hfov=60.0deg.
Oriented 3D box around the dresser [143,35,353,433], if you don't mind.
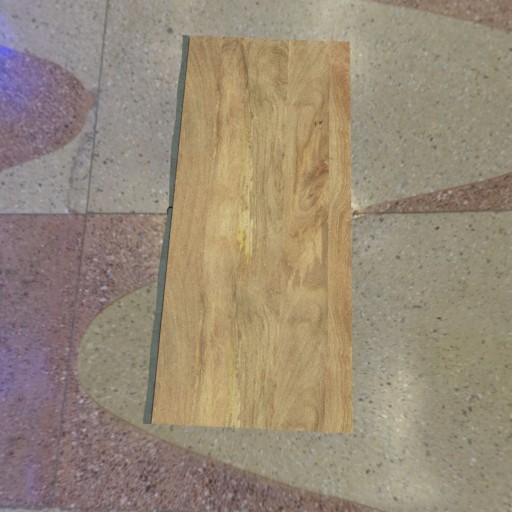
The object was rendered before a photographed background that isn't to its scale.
[{"bbox_3d":[0.000,0.000,1.447,0.446,0.847,0.967,3,76,1],"label":"dresser"}]
